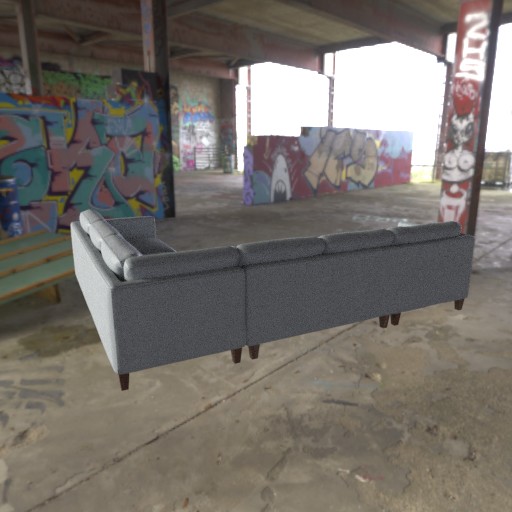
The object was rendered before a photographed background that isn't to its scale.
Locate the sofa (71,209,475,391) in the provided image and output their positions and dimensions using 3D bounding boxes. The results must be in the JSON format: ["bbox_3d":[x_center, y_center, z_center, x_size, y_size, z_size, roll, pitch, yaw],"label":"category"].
[{"bbox_3d":[0.000,0.000,4.452,3.238,0.853,2.551,-7,16,-26],"label":"sofa"}]
